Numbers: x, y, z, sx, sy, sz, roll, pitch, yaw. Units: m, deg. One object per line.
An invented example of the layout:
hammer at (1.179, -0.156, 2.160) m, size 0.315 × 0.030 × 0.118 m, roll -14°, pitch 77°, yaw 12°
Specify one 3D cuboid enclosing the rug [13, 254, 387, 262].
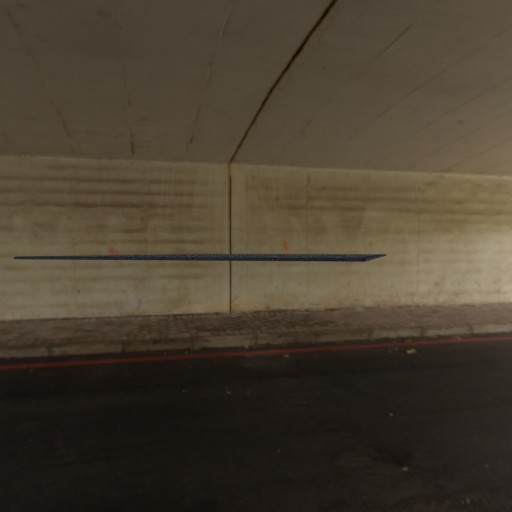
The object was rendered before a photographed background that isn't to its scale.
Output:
rug at (0.000, 0.000, 2.246) m, size 1.219 × 0.010 × 1.829 m, roll 0°, pitch 1°, yaw 18°
